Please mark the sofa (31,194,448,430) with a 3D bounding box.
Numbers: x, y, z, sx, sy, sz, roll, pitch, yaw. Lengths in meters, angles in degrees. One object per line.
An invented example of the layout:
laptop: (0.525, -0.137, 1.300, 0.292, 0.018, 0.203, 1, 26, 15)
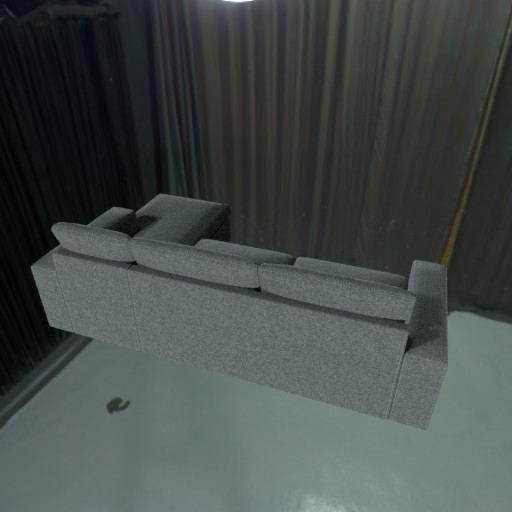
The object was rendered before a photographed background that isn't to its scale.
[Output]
sofa: (0.000, 0.000, 3.413, 2.718, 0.940, 1.689, 11, 34, 16)
